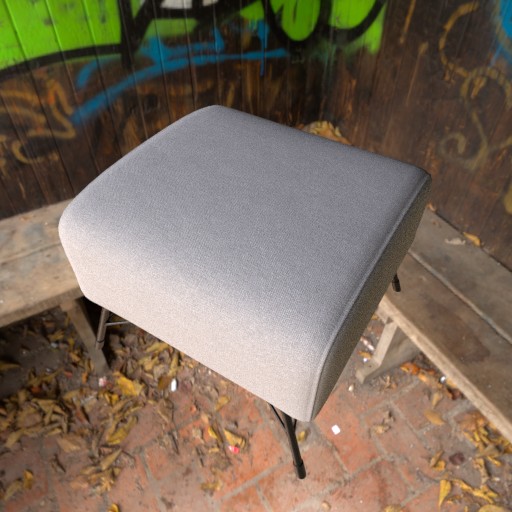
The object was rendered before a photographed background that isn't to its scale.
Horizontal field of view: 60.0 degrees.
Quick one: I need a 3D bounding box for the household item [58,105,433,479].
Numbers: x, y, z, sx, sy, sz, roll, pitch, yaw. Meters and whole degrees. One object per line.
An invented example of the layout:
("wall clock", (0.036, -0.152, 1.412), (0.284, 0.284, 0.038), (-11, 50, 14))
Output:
("household item", (0.000, 0.000, 0.902), (0.530, 0.410, 0.530), (24, 51, 21))
